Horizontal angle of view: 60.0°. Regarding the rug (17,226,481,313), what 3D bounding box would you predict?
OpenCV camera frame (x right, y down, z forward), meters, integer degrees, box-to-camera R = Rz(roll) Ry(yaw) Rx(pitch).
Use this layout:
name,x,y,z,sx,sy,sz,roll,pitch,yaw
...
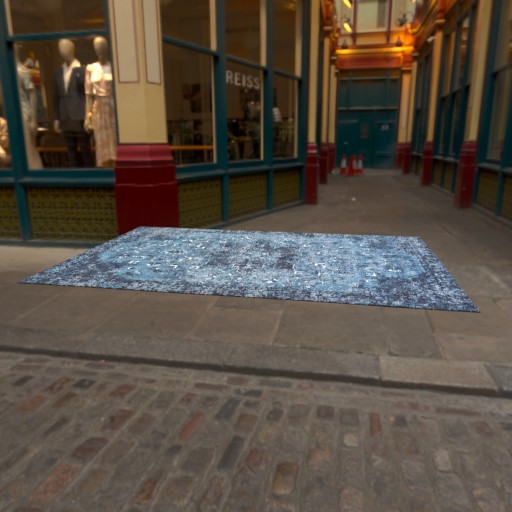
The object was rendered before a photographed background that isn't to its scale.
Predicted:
name,x,y,z,sx,sy,sz,roll,pitch,yaw
rug,0.000,0.000,2.292,1.828,0.005,1.219,3,15,10
